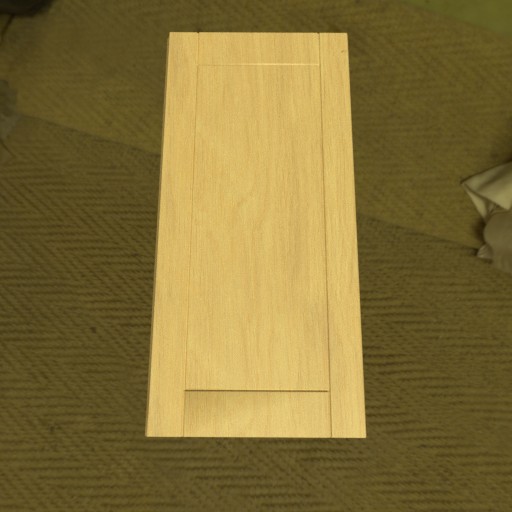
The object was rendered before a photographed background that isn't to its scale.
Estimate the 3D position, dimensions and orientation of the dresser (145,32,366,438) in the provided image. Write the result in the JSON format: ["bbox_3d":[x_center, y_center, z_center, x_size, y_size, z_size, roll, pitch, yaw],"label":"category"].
[{"bbox_3d":[0.000,0.000,1.373,0.440,0.835,0.915,0,77,0],"label":"dresser"}]
